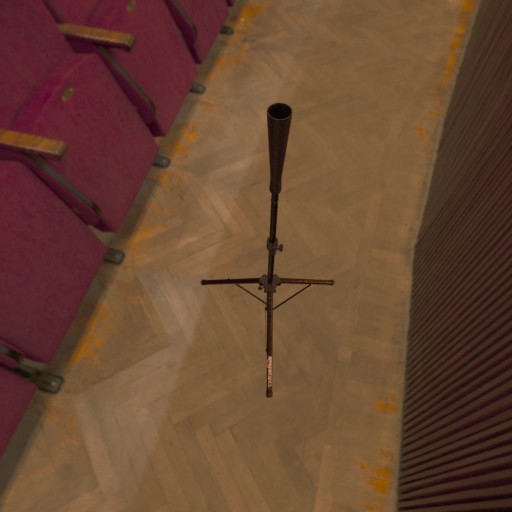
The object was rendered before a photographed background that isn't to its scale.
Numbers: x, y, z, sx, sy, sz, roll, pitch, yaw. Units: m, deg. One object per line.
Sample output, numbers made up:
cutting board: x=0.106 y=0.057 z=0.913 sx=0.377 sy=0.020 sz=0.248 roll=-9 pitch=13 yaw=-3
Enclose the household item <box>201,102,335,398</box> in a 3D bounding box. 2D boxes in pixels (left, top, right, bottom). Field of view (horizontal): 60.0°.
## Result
household item: x=0.000 y=0.000 z=1.372 sx=0.559 sy=1.067 sz=0.559 roll=13 pitch=59 yaw=8
